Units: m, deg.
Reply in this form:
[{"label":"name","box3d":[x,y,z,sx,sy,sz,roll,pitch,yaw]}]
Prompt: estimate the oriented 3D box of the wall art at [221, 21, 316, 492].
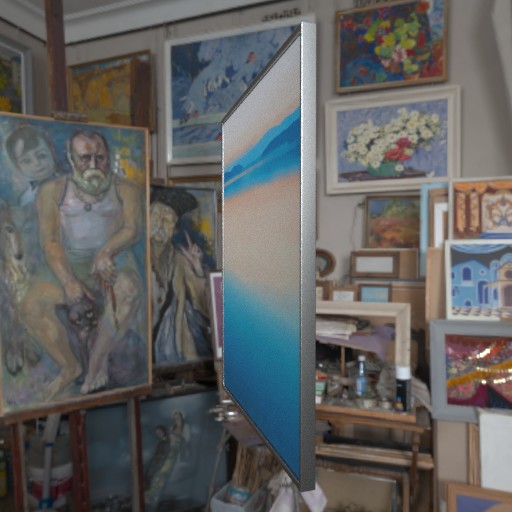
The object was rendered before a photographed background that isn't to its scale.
[{"label":"wall art","box3d":[0.000,0.000,1.384,0.037,1.062,0.801,0,1,-17]}]
